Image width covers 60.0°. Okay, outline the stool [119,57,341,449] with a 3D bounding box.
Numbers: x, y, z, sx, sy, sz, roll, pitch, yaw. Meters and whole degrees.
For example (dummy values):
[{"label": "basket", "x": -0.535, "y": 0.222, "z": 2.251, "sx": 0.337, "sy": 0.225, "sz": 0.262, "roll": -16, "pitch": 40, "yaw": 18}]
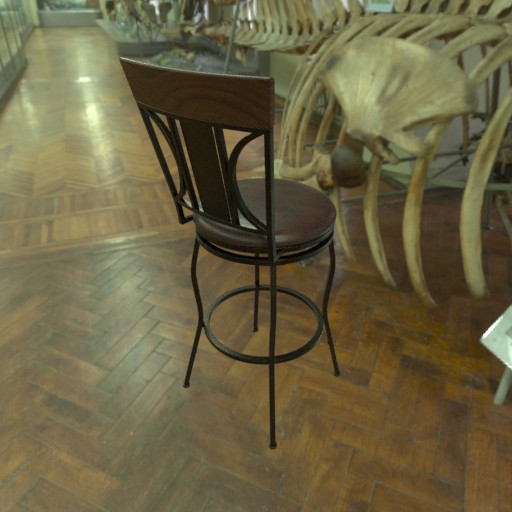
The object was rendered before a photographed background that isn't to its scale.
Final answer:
[{"label": "stool", "x": 0.000, "y": 0.000, "z": 1.362, "sx": 0.448, "sy": 1.130, "sz": 0.513, "roll": 23, "pitch": 38, "yaw": 33}]
